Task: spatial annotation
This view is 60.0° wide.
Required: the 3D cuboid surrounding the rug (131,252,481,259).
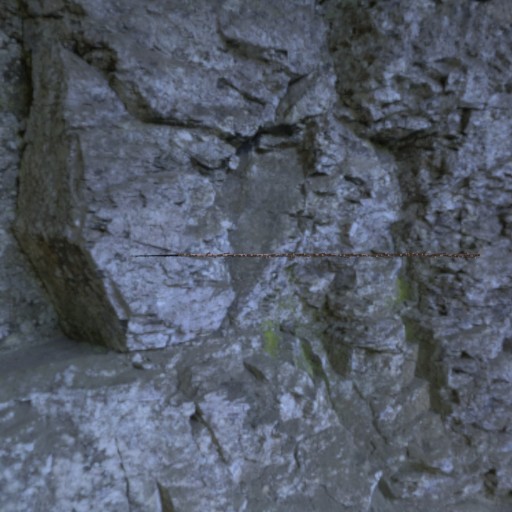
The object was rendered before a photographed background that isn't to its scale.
[{"bbox_3d":[0.000,0.000,2.526,1.224,0.027,2.021,0,0,-20],"label":"rug"}]
